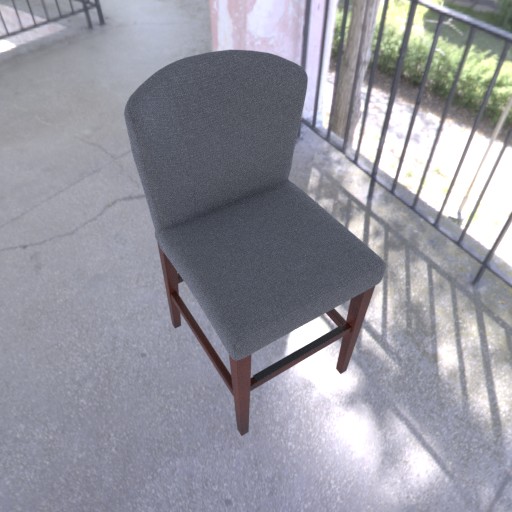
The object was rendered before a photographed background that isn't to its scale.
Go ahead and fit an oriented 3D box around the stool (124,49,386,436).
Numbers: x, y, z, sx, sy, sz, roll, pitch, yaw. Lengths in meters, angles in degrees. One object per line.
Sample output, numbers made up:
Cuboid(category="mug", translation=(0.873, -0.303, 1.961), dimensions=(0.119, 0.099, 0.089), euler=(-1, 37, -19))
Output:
Cuboid(category="stool", translation=(0.000, 0.000, 1.289), dimensions=(0.479, 0.968, 0.568), euler=(-25, 51, -22))
